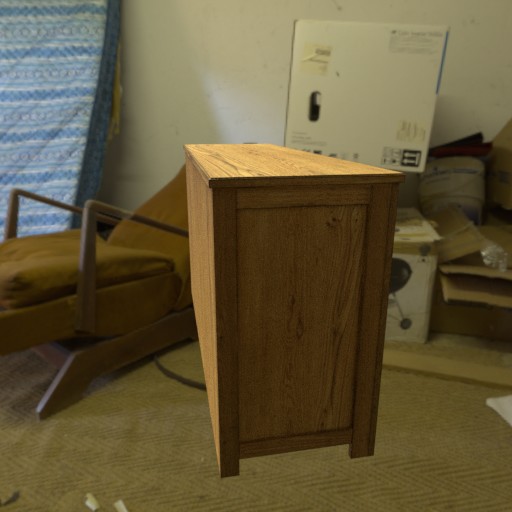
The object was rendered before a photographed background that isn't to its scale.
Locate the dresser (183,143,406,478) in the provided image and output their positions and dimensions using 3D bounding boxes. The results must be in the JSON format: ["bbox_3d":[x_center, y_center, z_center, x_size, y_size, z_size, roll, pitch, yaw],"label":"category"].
[{"bbox_3d":[0.000,0.000,2.060,0.563,0.932,1.657,-3,17,-11],"label":"dresser"}]
